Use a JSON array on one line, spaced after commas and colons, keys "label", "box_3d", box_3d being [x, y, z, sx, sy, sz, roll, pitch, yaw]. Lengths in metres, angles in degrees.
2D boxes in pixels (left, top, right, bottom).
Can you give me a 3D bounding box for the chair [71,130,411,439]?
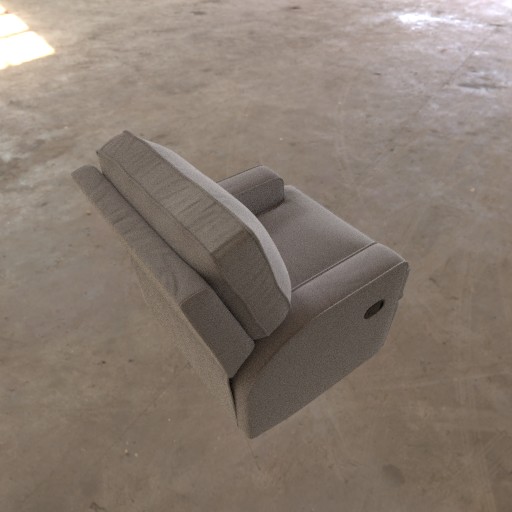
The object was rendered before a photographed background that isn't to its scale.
[{"label": "chair", "box_3d": [0.000, 0.000, 1.679, 0.969, 0.964, 0.861, -26, 48, -27]}]
